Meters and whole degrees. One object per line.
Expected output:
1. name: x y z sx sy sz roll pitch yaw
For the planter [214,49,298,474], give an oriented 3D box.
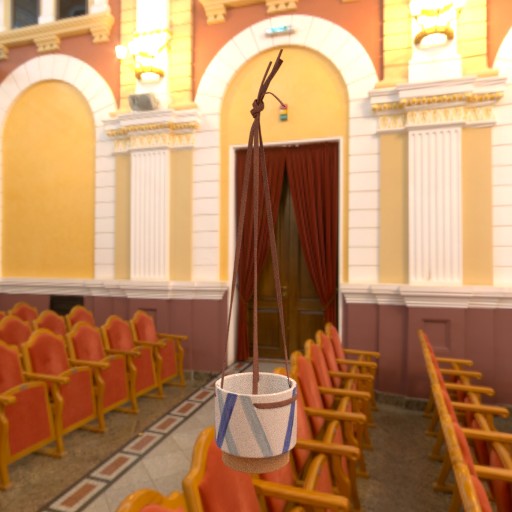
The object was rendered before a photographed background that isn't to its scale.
1. planter: 0.000 0.000 0.828 0.157 0.753 0.153 0 0 18
